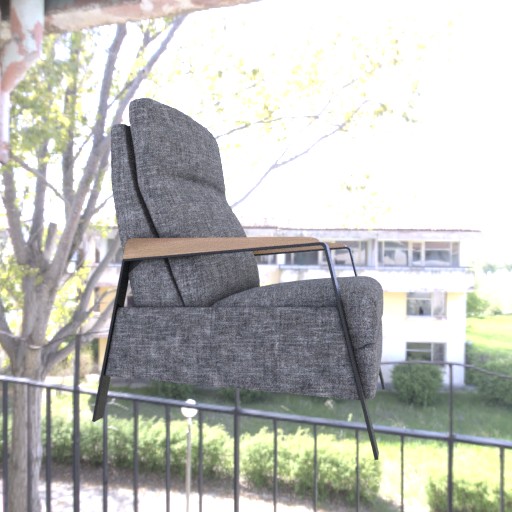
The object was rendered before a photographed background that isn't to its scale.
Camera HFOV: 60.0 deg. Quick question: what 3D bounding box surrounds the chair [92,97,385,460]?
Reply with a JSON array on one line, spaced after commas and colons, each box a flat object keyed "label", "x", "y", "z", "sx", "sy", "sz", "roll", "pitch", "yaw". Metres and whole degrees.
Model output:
[{"label": "chair", "x": 0.000, "y": 0.000, "z": 1.580, "sx": 0.868, "sy": 1.042, "sz": 0.671, "roll": 0, "pitch": 0, "yaw": 18}]
